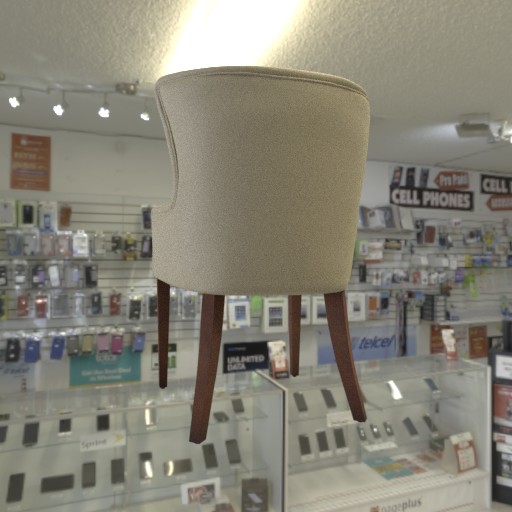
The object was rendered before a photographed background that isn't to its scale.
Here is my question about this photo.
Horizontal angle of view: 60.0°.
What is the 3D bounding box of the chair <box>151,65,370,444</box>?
[{"bbox_3d":[0.000,0.000,1.414,0.660,0.952,0.686,0,-1,-18],"label":"chair"}]
